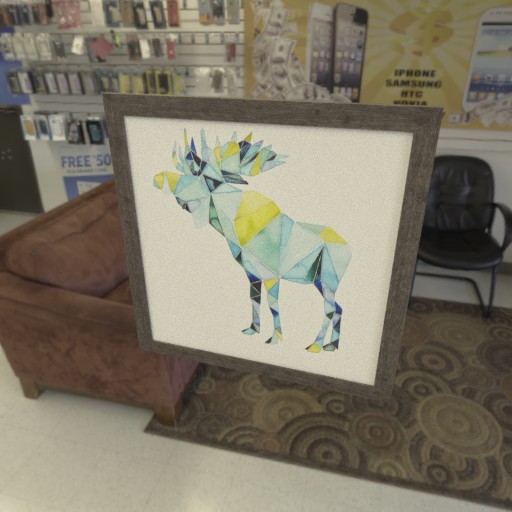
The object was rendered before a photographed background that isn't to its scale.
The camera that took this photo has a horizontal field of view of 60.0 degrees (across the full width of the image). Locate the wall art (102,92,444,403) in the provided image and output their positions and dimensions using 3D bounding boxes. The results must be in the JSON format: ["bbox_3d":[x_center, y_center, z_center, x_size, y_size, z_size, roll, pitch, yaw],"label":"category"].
[{"bbox_3d":[0.000,0.000,0.679,0.457,0.457,0.013,8,28,16],"label":"wall art"}]
